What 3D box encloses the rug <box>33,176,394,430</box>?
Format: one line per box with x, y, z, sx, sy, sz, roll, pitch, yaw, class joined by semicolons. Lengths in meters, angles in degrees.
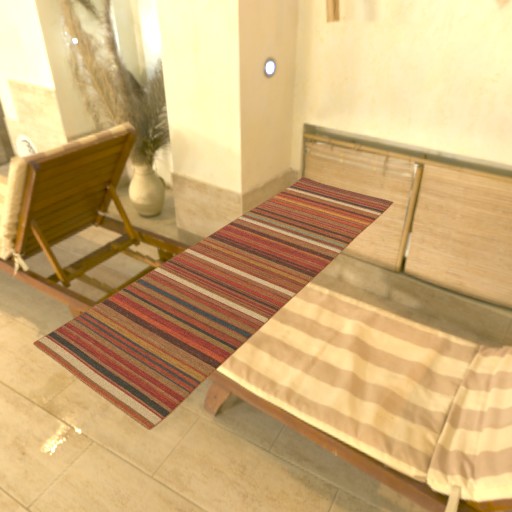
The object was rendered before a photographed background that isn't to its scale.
0.000;0.000;2.688;0.799;0.030;2.444;21;38;30;rug
